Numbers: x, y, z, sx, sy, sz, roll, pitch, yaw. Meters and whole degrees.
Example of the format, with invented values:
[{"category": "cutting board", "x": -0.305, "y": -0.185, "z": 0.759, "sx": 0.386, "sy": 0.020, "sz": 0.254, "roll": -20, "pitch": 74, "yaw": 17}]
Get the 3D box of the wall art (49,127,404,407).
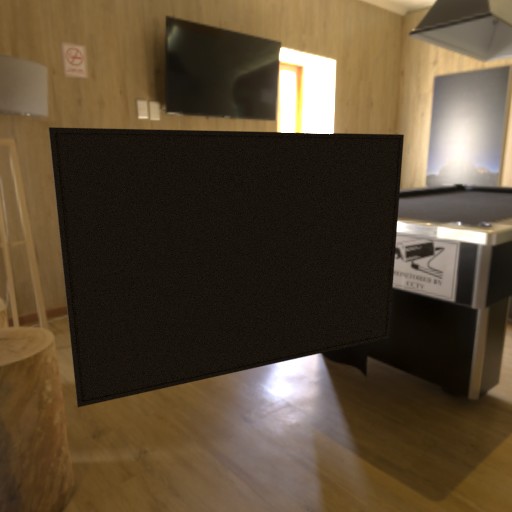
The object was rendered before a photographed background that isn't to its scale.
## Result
[{"category": "wall art", "x": 0.000, "y": 0.000, "z": 1.490, "sx": 1.190, "sy": 0.805, "sz": 0.028, "roll": -6, "pitch": 15, "yaw": -24}]
